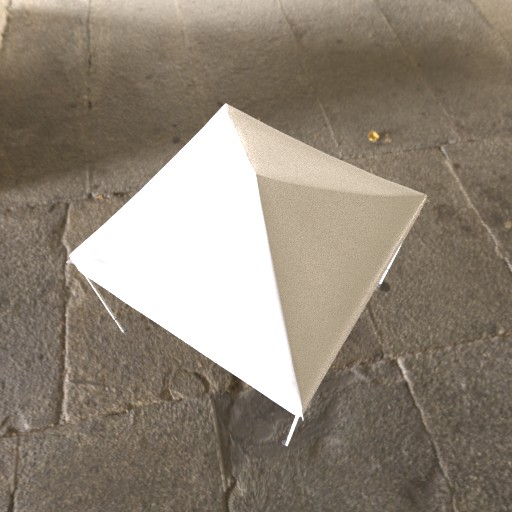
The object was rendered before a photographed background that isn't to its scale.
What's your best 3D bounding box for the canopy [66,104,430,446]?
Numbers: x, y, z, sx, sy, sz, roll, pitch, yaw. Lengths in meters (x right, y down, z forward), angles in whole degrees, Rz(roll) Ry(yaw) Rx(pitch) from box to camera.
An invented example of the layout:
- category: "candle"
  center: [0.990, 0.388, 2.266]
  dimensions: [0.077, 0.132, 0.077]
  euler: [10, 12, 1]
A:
- category: "canopy"
  center: [0.000, 0.000, 5.543]
  dimensions: [2.994, 2.998, 2.996]
  euler: [29, 63, 17]
